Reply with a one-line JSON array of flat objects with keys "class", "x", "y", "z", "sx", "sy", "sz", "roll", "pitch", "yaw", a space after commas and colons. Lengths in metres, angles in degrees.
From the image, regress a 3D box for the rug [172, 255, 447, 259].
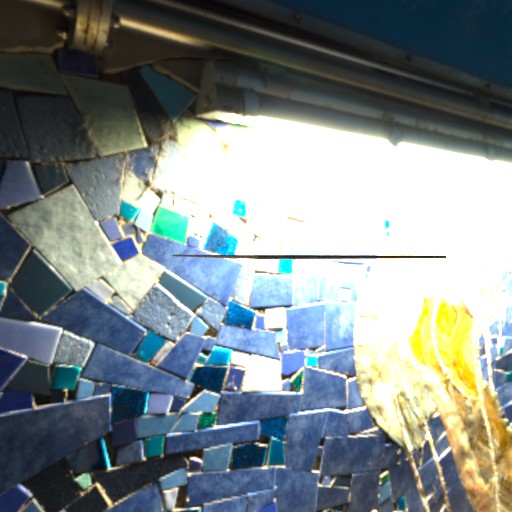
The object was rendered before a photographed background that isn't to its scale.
[{"class": "rug", "x": 0.000, "y": 0.000, "z": 2.532, "sx": 0.691, "sy": 0.013, "sz": 2.289, "roll": 0, "pitch": 0, "yaw": -17}]
